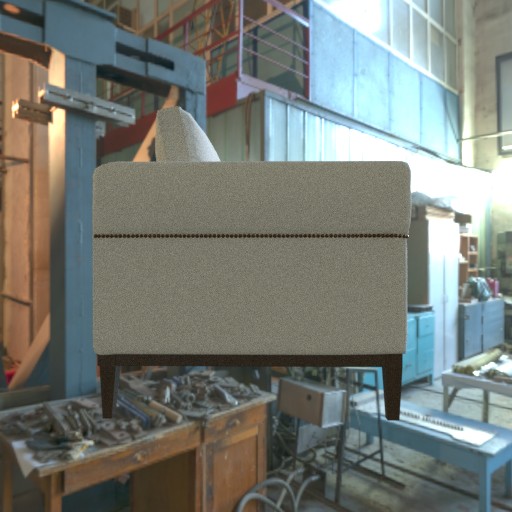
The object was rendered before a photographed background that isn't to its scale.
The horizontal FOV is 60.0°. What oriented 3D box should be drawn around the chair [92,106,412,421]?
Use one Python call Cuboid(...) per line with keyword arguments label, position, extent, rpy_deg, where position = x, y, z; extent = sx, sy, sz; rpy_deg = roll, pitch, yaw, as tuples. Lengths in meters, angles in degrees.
Cuboid(label="chair", position=(0.000, 0.000, 1.685), extent=(0.896, 0.915, 0.982), rpy_deg=(0, 0, 1))
